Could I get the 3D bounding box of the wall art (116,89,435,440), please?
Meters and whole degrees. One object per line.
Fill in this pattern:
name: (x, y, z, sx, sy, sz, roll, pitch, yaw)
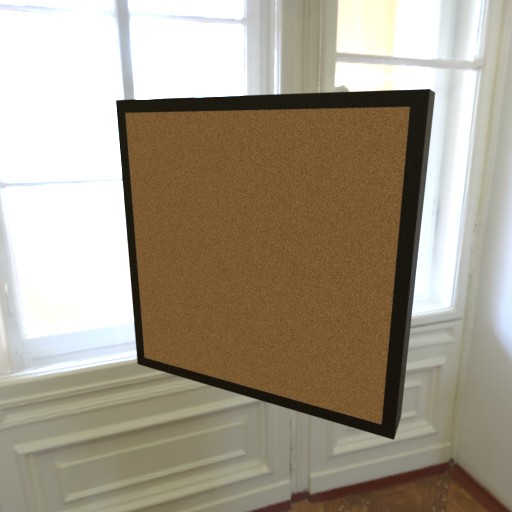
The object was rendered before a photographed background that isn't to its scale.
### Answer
wall art: (0.000, 0.000, 0.448, 0.304, 0.304, 0.038, 8, 18, 26)
